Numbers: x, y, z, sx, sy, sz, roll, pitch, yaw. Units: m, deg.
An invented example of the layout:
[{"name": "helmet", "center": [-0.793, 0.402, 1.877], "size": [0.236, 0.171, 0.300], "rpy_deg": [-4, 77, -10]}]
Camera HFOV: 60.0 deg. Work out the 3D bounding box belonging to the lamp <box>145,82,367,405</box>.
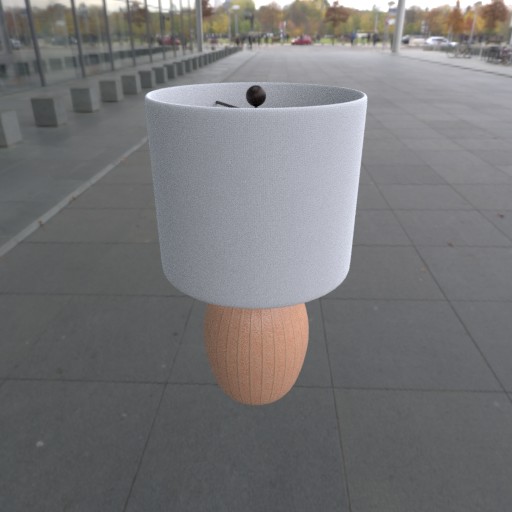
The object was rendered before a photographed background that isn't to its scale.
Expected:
[{"name": "lamp", "center": [0.000, 0.000, 0.789], "size": [0.329, 0.570, 0.329], "rpy_deg": [0, 26, 0]}]
